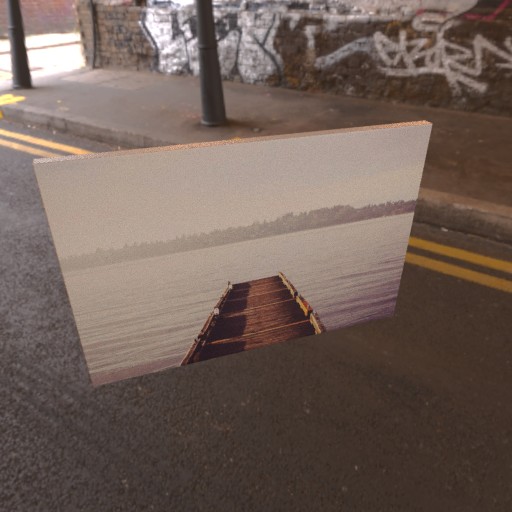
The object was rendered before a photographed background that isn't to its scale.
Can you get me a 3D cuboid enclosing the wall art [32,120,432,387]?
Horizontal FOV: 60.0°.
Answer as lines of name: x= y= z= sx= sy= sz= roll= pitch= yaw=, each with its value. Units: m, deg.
wall art: x=0.000 y=0.000 z=0.769 sx=0.615 sy=0.410 sz=0.021 roll=-10 pitch=33 yaw=-16
